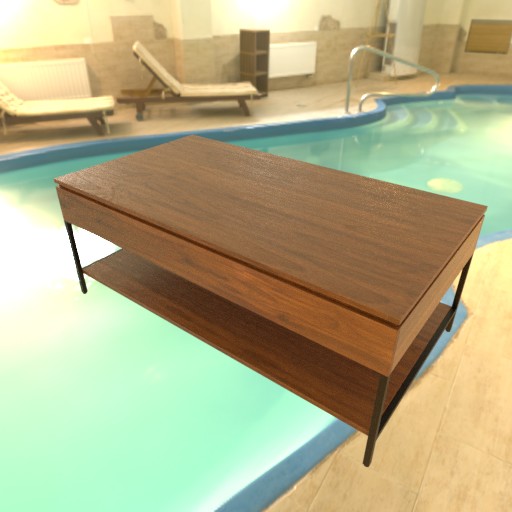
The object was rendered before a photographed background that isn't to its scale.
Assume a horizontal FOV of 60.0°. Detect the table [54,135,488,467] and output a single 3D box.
[{"bbox_3d":[0.000,0.000,1.324,1.057,0.414,0.574,22,37,32],"label":"table"}]
